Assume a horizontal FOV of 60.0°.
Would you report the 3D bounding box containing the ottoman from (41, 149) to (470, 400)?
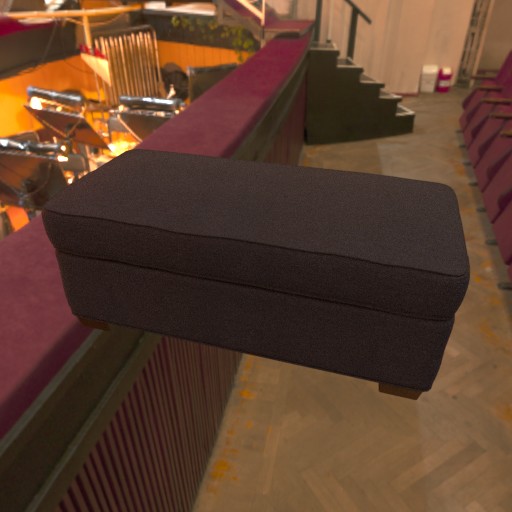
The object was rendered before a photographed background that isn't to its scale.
[{"bbox_3d":[0.000,0.000,1.366,1.110,0.460,0.515,9,34,14],"label":"ottoman"}]
